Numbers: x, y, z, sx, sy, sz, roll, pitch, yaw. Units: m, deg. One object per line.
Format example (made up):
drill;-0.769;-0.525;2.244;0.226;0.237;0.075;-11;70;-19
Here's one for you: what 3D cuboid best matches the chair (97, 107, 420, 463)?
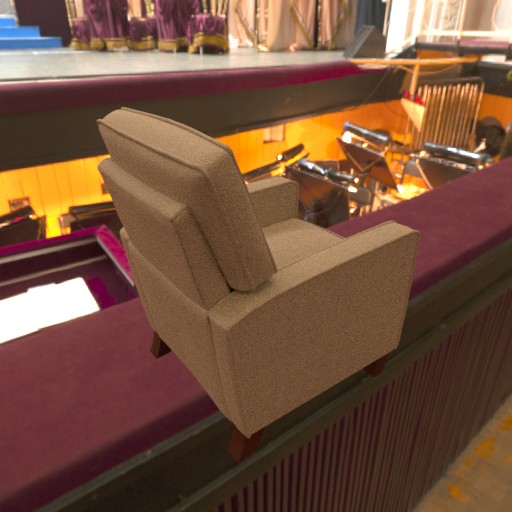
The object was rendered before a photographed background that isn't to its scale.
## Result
chair;0.000;0.000;1.383;0.754;0.888;0.648;-19;33;-31
